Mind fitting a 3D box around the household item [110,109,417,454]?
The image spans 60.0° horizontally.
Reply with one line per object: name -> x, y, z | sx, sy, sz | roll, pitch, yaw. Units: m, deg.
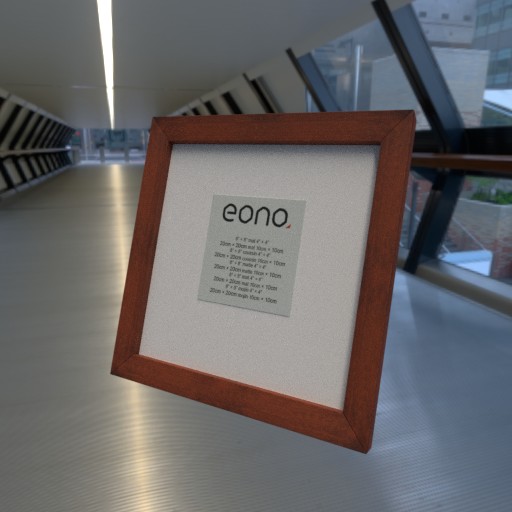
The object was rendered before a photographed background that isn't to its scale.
household item -> 0.000, 0.000, 0.389 | 0.240, 0.240, 0.131 | 7, 16, 26
